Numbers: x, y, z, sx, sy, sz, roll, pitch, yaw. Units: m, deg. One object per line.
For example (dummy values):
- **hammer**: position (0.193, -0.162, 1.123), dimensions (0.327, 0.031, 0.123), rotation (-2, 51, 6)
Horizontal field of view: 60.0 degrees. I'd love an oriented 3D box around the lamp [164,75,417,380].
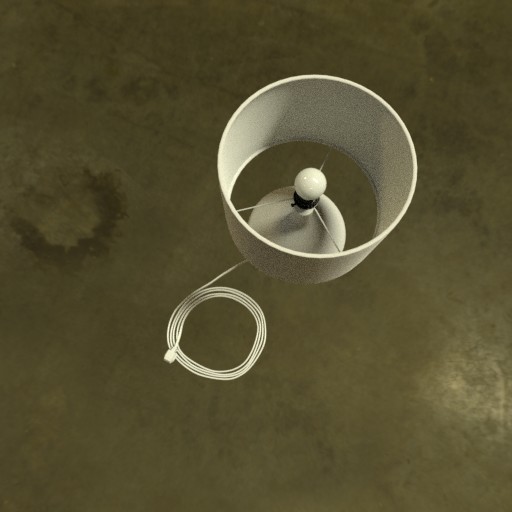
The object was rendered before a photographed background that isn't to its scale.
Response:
- **lamp**: position (0.000, 0.000, 0.873), dimensions (0.546, 0.457, 0.401), rotation (-22, 77, -5)
